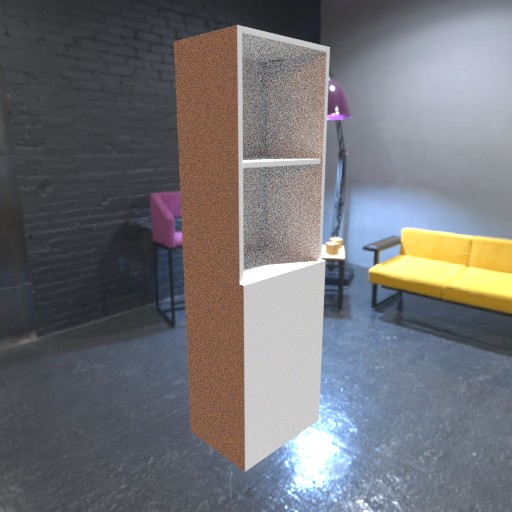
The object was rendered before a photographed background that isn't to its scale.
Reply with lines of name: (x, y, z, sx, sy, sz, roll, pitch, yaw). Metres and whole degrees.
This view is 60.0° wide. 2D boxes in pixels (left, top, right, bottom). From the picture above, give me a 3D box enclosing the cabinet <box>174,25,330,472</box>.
cabinet: (0.000, 0.000, 1.537, 0.400, 1.350, 0.300, -14, 20, -43)
